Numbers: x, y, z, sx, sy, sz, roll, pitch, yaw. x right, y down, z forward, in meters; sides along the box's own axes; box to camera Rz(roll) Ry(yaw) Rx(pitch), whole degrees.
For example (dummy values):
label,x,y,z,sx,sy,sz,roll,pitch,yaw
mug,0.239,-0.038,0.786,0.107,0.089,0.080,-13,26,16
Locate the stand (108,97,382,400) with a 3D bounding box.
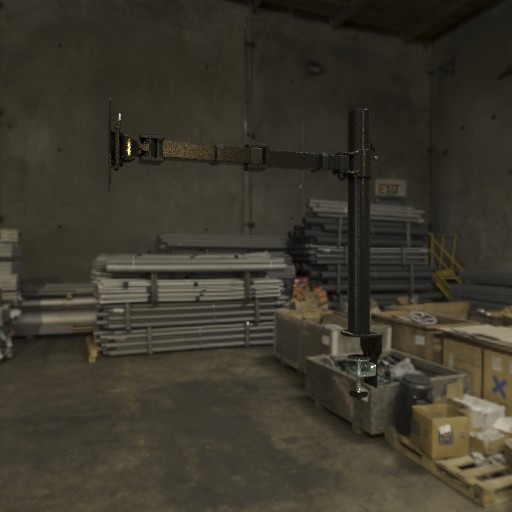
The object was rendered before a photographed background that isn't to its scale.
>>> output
label,x,y,z,sx,sy,sz,roll,pitch,yaw
stand,0.000,0.000,0.725,0.456,0.510,0.115,0,0,-19
